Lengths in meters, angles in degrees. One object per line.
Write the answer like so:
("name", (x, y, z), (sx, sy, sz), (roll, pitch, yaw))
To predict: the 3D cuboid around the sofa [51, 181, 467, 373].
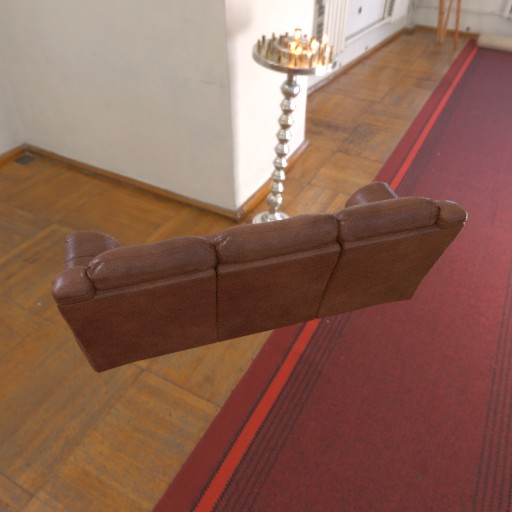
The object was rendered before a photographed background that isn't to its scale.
("sofa", (0.000, 0.000, 2.863), (2.337, 1.043, 0.991), (-11, 42, -13))
